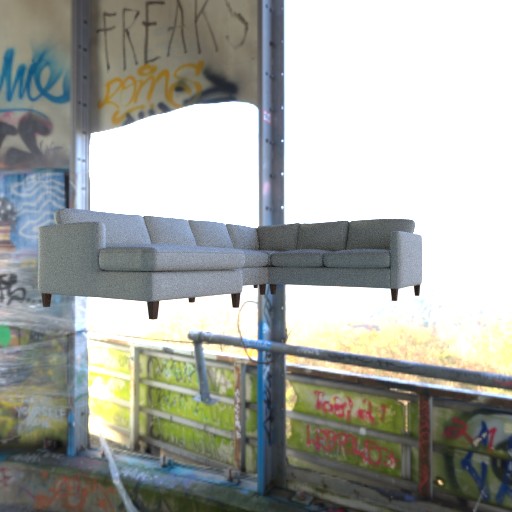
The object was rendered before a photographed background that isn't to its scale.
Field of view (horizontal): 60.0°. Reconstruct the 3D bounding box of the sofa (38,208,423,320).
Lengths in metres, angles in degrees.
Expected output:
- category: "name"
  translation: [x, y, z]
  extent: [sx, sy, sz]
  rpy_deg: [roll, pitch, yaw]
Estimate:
- category: "sofa"
  translation: [0.000, 0.000, 4.751]
  extent: [2.593, 0.959, 3.460]
  rpy_deg: [0, -1, 36]
